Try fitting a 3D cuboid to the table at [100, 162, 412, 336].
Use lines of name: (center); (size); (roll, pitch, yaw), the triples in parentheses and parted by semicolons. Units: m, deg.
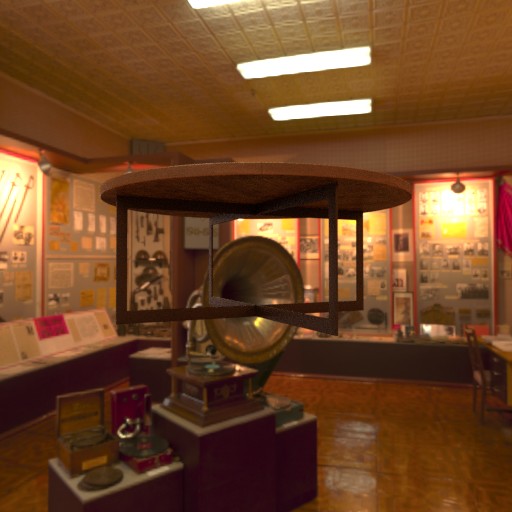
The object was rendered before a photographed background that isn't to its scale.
table: (0.000, 0.000, 1.896); (1.264, 0.516, 1.264); (0, -1, 0)
